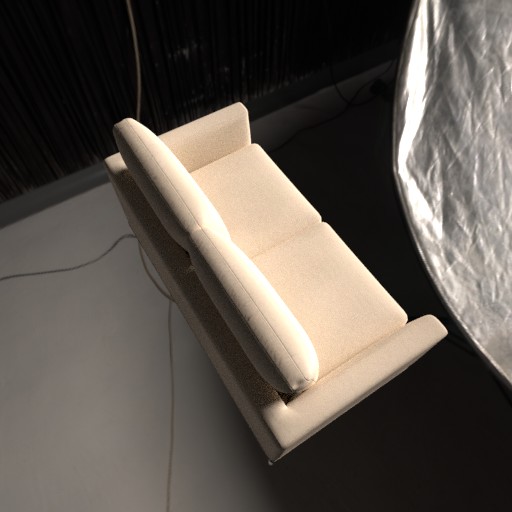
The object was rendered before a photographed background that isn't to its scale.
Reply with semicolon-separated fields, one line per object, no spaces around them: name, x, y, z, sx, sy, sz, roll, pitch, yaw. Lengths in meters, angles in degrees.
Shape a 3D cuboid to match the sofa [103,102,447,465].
sofa;0.000;0.000;2.329;0.906;0.995;1.739;-29;63;-16
